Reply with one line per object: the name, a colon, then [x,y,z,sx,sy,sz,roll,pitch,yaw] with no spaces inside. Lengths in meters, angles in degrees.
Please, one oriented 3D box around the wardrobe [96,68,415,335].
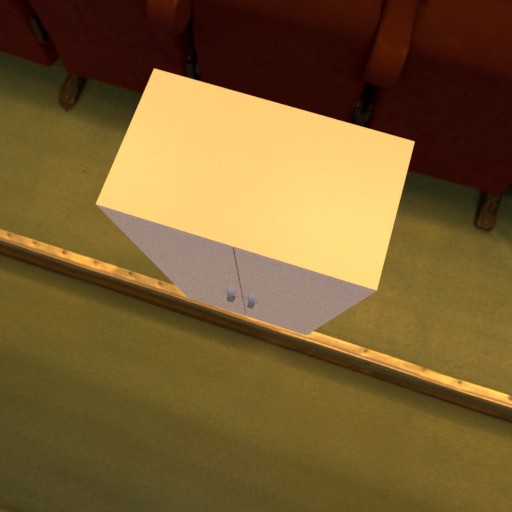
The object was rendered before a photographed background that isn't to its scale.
wardrobe: [0.000,0.000,2.006,0.760,1.700,0.470,17,77,4]
